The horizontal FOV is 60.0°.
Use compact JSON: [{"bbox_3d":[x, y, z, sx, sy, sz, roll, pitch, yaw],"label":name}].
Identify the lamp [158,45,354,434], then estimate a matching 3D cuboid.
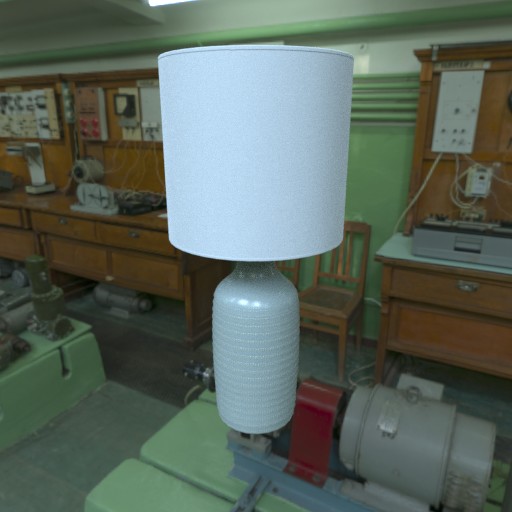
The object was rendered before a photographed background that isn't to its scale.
[{"bbox_3d":[0.000,0.000,0.582,0.220,0.475,0.220,9,20,26],"label":"lamp"}]
